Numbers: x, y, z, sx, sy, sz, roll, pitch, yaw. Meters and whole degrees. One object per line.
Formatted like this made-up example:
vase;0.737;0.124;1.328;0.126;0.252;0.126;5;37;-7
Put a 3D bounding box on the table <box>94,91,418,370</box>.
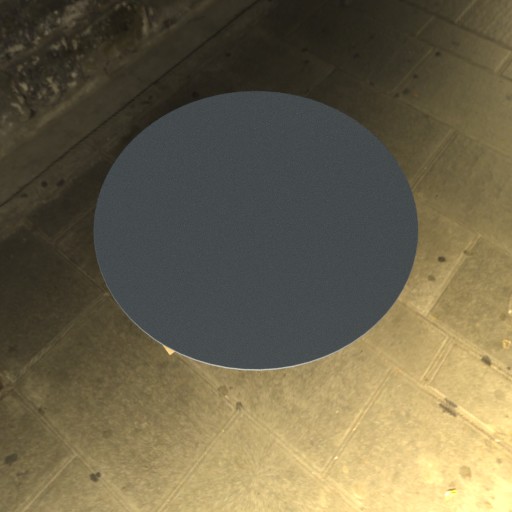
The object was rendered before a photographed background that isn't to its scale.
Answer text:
table;0.000;0.000;1.010;0.600;0.405;0.600;0;64;0
